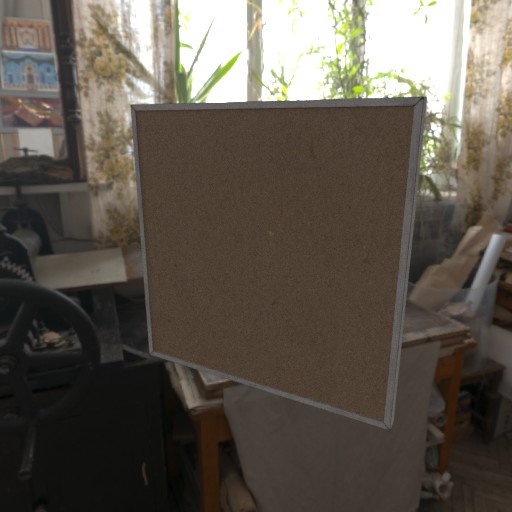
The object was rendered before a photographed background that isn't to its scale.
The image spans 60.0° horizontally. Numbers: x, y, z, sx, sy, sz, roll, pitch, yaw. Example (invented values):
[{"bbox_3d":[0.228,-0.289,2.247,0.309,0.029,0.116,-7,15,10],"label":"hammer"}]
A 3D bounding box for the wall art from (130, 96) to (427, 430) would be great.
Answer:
[{"bbox_3d":[0.000,0.000,1.157,0.762,0.762,0.038,9,19,28],"label":"wall art"}]
